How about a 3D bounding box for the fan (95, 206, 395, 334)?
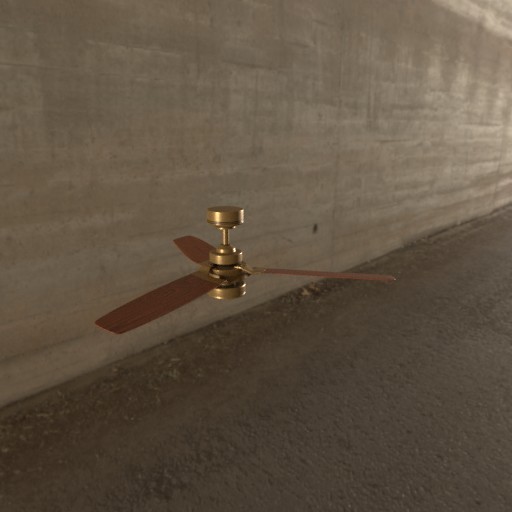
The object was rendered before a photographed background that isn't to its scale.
[{"bbox_3d":[0.000,0.000,2.074,1.271,0.425,1.416,2,15,9],"label":"fan"}]
